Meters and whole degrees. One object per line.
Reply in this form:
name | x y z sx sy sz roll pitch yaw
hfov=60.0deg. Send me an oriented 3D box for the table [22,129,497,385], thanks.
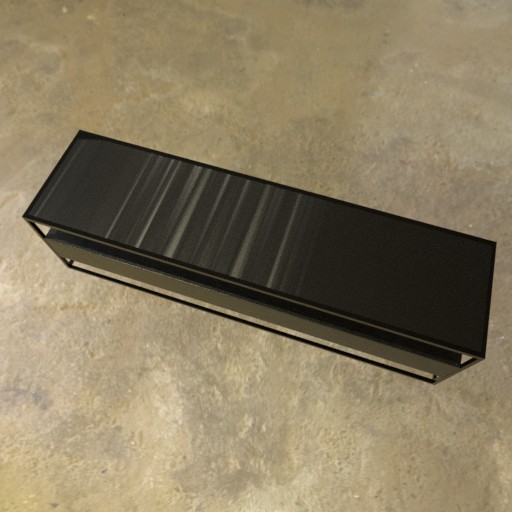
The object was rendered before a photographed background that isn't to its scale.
table | 0.000 0.000 1.609 1.486 0.395 0.399 16 65 8
